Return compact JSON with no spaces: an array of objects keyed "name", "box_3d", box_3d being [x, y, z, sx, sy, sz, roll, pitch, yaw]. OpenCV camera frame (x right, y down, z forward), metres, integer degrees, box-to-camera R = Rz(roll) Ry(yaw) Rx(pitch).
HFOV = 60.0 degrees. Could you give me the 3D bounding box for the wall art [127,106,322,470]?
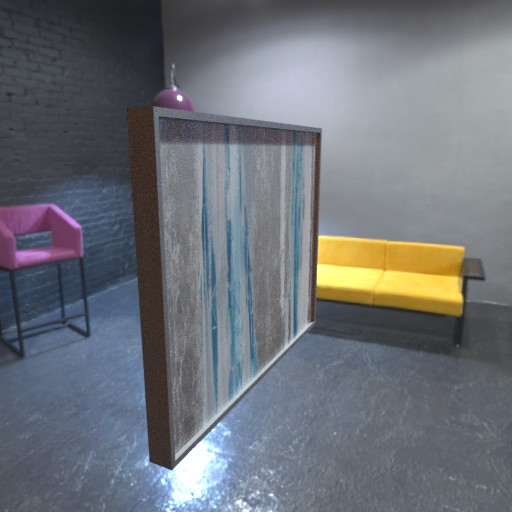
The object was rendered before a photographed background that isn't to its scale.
[{"name":"wall art","box_3d":[0.000,0.000,0.773,0.037,0.450,0.557,7,15,26]}]
